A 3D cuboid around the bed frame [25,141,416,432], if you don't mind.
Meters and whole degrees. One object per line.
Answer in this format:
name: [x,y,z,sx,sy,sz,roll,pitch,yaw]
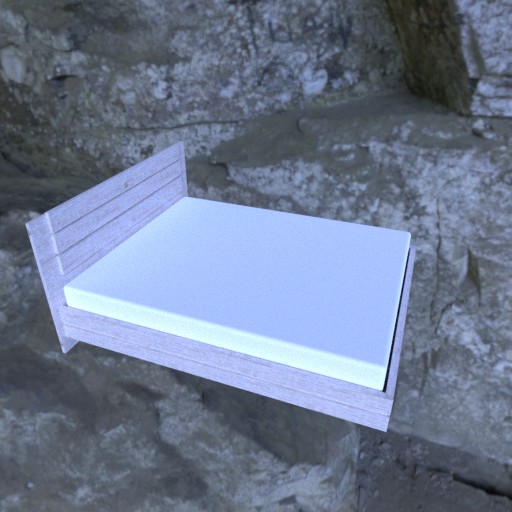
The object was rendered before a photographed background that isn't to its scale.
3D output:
bed frame: [0.000,0.000,3.087,2.080,0.970,1.750,11,32,18]
